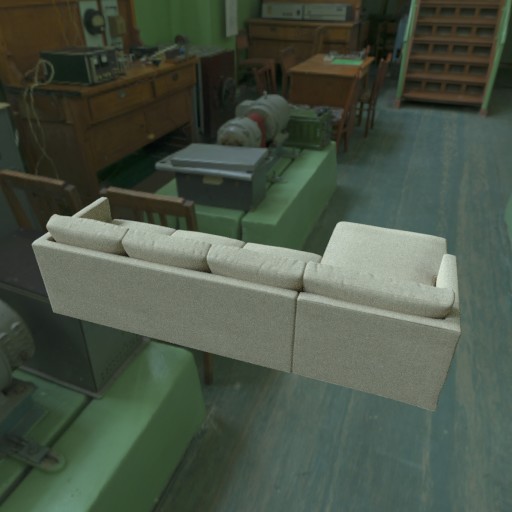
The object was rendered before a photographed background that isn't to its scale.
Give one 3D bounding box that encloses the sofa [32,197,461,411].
[{"bbox_3d":[0.000,0.000,3.850,3.205,0.922,1.650,11,34,16],"label":"sofa"}]
